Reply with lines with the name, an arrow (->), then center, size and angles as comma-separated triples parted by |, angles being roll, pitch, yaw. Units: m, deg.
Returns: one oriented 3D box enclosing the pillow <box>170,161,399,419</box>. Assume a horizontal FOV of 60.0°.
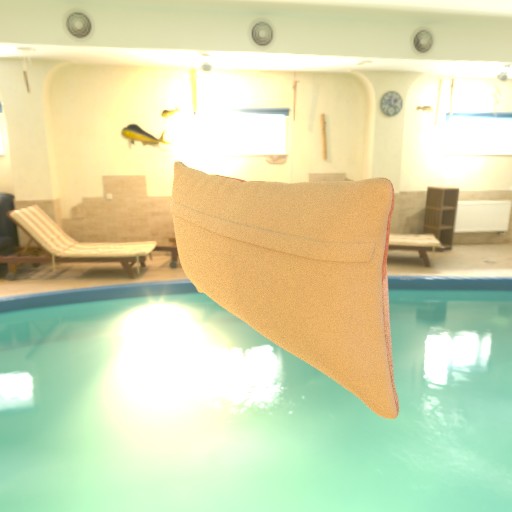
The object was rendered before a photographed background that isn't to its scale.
pillow -> 0.000, 0.000, 0.719 | 0.155, 0.292, 0.609 | -7, 15, -29
